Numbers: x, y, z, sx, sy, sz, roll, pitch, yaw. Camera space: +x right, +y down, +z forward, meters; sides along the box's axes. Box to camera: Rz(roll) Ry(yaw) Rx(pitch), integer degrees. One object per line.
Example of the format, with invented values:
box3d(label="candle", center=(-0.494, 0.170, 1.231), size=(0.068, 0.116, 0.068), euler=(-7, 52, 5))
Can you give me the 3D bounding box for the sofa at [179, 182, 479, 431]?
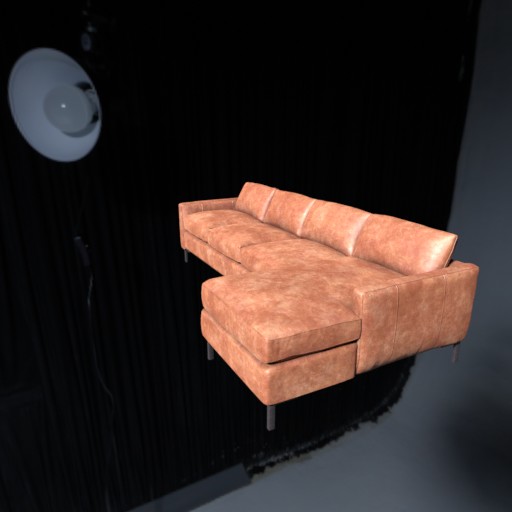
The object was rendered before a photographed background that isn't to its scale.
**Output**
box3d(label="sofa", center=(0.000, 0.000, 3.642), size=(1.471, 0.859, 2.993), euler=(-9, 19, -27))
